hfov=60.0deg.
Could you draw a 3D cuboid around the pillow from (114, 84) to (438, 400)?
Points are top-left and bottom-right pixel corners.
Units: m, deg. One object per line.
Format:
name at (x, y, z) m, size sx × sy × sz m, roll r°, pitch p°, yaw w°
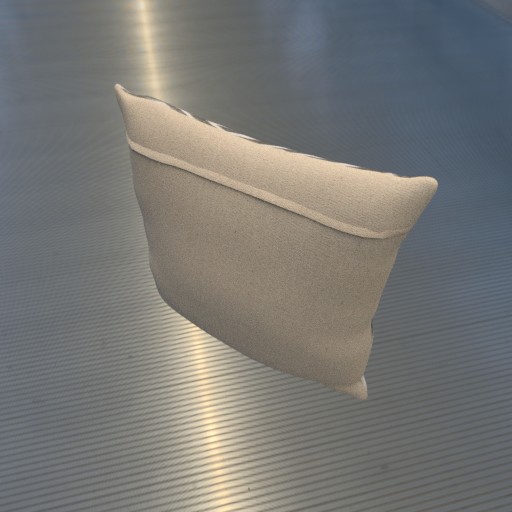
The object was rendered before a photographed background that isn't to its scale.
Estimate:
pillow at (0.000, 0.000, 0.664) m, size 0.440 × 0.441 × 0.182 m, roll 24°, pitch 51°, yaw 21°
